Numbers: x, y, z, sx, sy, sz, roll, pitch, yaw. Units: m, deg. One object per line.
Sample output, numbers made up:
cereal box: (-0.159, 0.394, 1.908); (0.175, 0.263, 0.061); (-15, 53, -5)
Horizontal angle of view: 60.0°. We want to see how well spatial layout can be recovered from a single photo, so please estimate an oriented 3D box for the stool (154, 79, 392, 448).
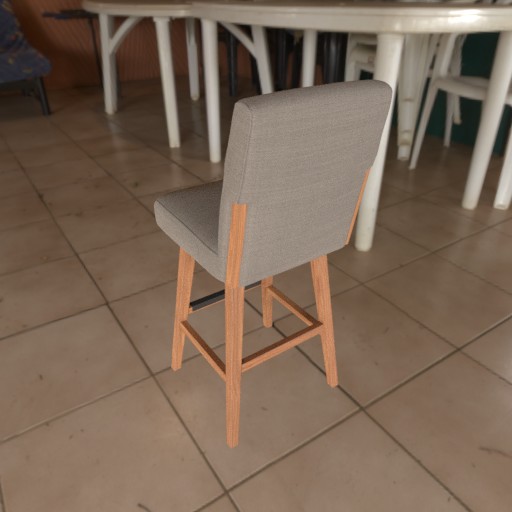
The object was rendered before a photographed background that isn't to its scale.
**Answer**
stool: (0.000, 0.000, 1.425); (0.483, 1.112, 0.570); (-20, 36, -29)
